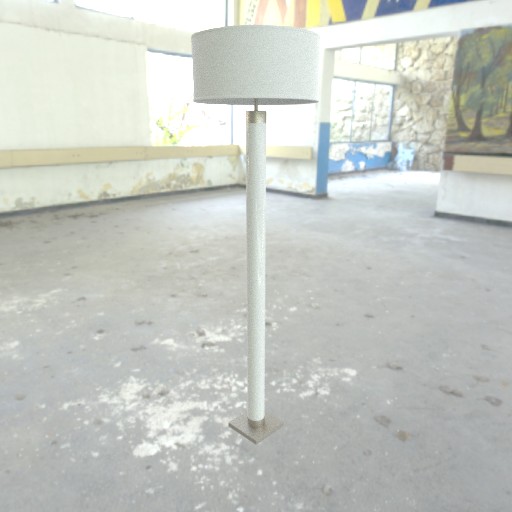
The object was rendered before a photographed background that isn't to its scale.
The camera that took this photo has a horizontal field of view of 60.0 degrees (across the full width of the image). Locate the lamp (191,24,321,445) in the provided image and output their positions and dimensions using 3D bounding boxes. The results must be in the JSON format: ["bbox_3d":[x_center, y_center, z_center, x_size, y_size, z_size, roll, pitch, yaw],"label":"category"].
[{"bbox_3d":[0.000,0.000,1.634,0.420,1.475,0.420,15,22,42],"label":"lamp"}]
